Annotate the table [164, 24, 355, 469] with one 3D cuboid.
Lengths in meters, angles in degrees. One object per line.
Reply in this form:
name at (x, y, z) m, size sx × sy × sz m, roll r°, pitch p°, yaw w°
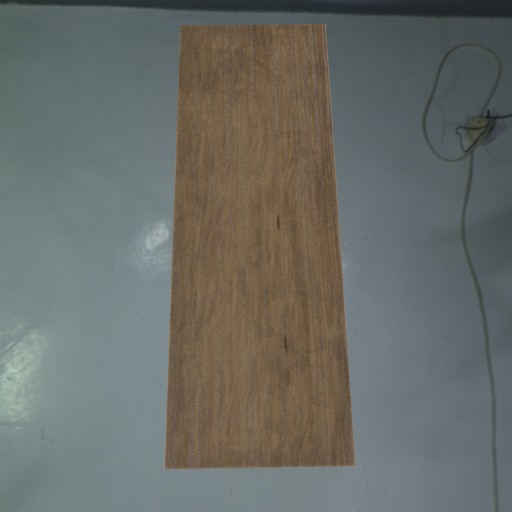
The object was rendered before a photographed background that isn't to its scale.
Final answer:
table at (0.000, 0.000, 1.472) m, size 0.410 × 0.771 × 1.151 m, roll -1°, pitch 75°, yaw 0°
